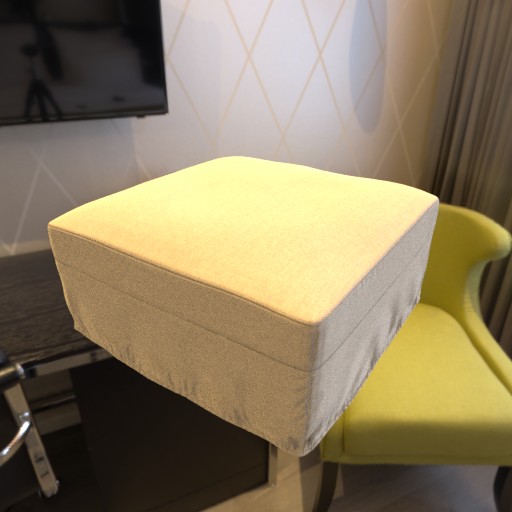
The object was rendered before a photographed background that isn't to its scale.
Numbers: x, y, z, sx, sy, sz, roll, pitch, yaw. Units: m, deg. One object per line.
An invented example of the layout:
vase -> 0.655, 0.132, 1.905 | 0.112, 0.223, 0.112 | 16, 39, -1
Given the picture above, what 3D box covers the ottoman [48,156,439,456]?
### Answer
ottoman -> 0.000, 0.000, 1.350 | 0.843, 0.436, 0.840 | 18, 32, 30
